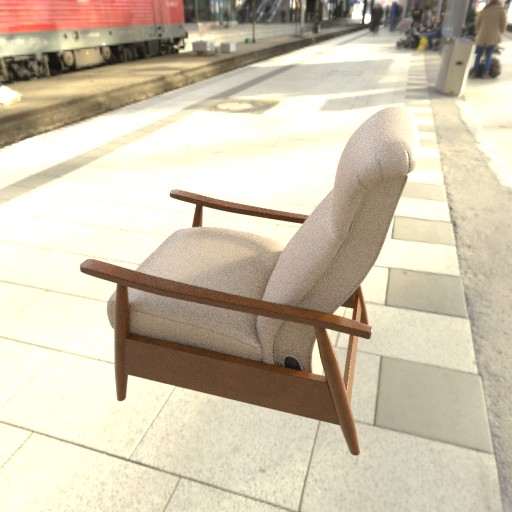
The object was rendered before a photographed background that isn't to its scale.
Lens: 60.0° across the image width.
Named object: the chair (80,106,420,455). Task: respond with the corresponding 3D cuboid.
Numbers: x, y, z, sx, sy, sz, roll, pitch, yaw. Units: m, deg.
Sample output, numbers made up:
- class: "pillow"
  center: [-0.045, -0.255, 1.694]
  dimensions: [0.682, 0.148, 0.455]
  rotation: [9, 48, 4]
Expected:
- class: "chair"
  center: [0.000, 0.000, 1.722]
  dimensions: [1.030, 1.082, 0.762]
  rotation: [8, 30, 13]
